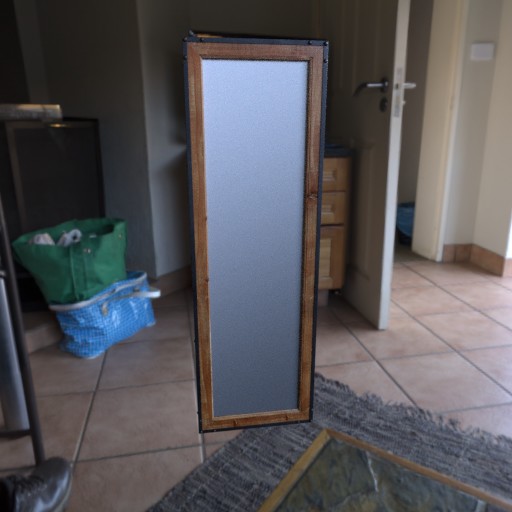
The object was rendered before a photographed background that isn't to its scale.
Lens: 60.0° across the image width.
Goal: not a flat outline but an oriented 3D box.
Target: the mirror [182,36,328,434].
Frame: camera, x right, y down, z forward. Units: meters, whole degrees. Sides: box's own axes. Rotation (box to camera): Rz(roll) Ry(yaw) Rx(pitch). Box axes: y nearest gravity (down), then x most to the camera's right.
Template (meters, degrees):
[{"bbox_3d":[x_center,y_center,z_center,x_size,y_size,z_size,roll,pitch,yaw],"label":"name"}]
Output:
[{"bbox_3d":[0.000,0.000,1.209,0.354,1.080,0.042,-3,16,-9],"label":"mirror"}]
